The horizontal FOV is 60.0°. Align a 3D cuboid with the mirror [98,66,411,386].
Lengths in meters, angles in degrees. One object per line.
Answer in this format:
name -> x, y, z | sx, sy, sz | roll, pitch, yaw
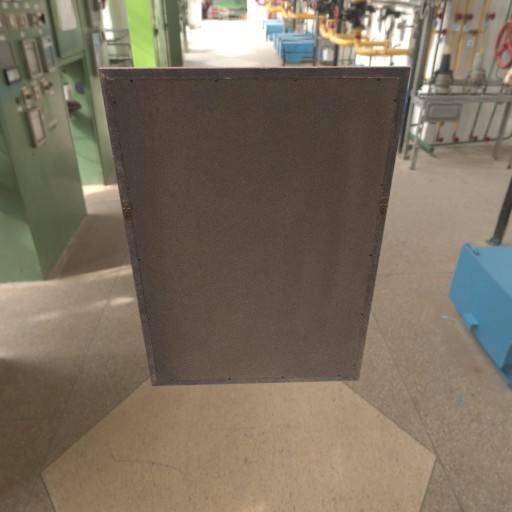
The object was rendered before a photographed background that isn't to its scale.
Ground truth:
mirror -> 0.000, 0.000, 1.260 | 0.705, 0.996, 0.025 | -1, 31, -2
